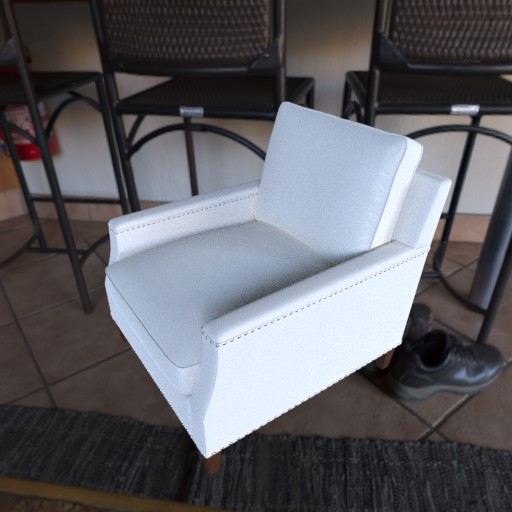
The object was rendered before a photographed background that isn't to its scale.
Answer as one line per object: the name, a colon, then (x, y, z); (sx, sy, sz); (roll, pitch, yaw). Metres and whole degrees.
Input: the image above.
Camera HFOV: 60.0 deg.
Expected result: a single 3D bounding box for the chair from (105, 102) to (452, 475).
chair: (0.000, 0.000, 1.686); (1.014, 0.943, 0.853); (-20, 36, -29)
